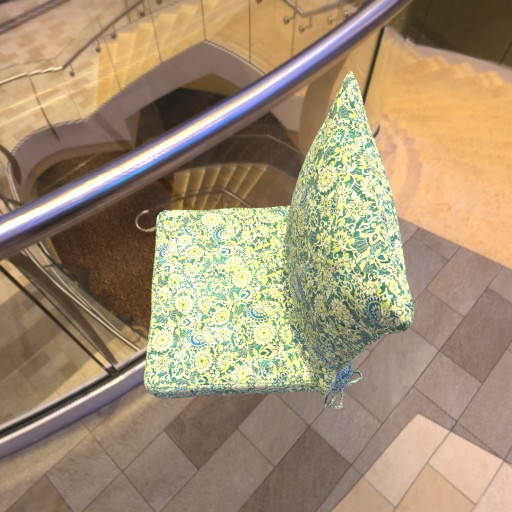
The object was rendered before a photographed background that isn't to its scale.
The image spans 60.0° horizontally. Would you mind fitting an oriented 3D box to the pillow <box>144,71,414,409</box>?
[{"bbox_3d":[0.000,0.000,1.351,0.740,0.722,0.798,-2,60,-1],"label":"pillow"}]
